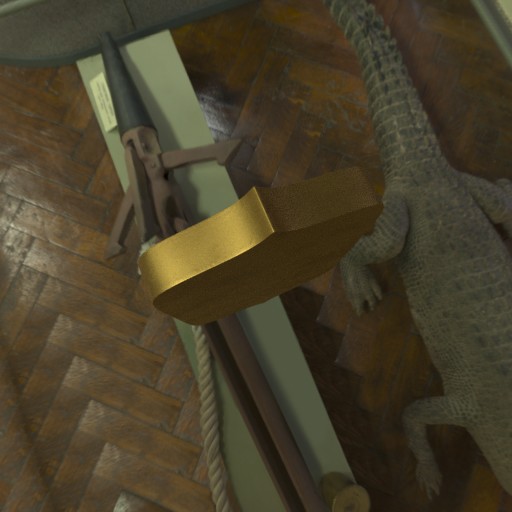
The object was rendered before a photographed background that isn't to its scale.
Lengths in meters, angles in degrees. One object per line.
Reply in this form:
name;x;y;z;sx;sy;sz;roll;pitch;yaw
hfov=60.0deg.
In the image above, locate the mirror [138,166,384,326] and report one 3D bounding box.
mirror;0.000;0.000;0.749;0.323;0.613;0.096;-22;78;-5
